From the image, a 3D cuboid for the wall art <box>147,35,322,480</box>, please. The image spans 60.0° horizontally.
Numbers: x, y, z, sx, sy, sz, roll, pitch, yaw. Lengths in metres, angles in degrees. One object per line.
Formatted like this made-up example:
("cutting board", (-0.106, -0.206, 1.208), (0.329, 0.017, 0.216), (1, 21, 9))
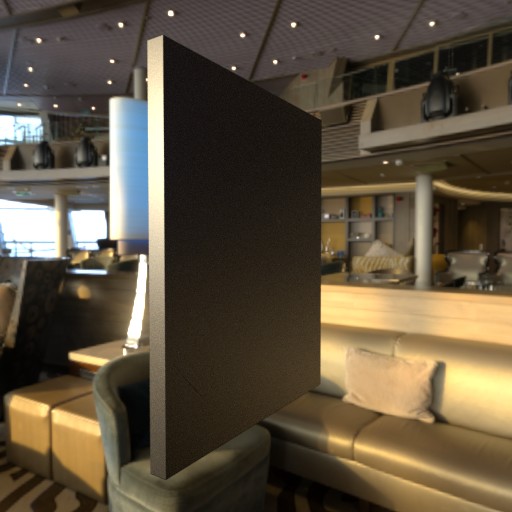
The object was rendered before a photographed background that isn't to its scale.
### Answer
("wall art", (0.000, 0.000, 0.752), (0.028, 0.557, 0.457), (1, 2, 33))
